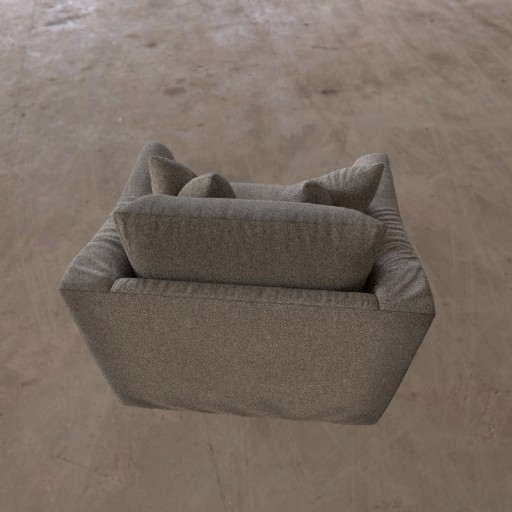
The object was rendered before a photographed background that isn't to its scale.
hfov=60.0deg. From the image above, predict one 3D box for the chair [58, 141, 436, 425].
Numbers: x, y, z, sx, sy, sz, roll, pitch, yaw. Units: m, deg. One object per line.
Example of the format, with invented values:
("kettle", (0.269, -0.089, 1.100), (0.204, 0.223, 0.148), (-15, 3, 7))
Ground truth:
("chair", (0.000, 0.000, 1.959), (1.194, 1.059, 1.071), (3, 48, 3))
